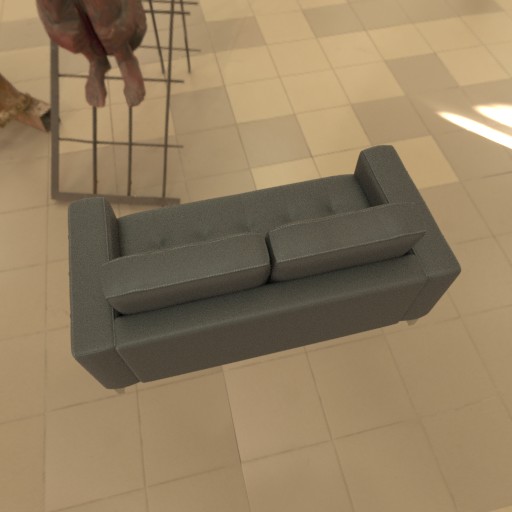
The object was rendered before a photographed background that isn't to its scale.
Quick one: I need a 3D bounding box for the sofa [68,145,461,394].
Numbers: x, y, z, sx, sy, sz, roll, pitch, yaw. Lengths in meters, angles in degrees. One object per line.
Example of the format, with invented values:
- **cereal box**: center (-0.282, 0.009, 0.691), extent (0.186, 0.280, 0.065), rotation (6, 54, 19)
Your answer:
- **sofa**: center (0.000, 0.000, 2.214), extent (1.726, 0.893, 0.833), rotation (-12, 59, -7)
